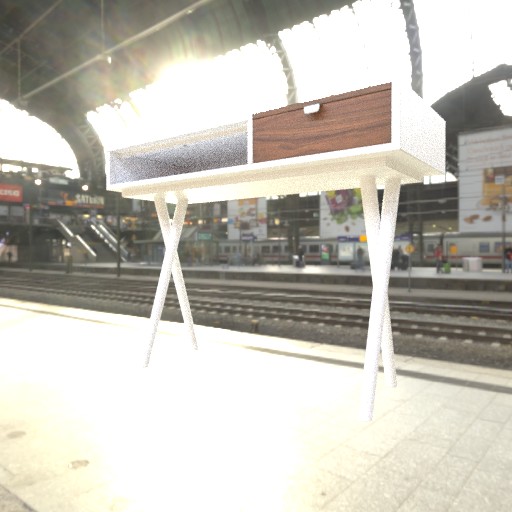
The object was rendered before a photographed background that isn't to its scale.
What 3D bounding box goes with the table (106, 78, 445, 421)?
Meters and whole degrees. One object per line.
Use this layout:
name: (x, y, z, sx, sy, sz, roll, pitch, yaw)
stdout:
table: (0.000, 0.000, 1.444, 1.066, 0.785, 0.418, 0, 0, 36)
